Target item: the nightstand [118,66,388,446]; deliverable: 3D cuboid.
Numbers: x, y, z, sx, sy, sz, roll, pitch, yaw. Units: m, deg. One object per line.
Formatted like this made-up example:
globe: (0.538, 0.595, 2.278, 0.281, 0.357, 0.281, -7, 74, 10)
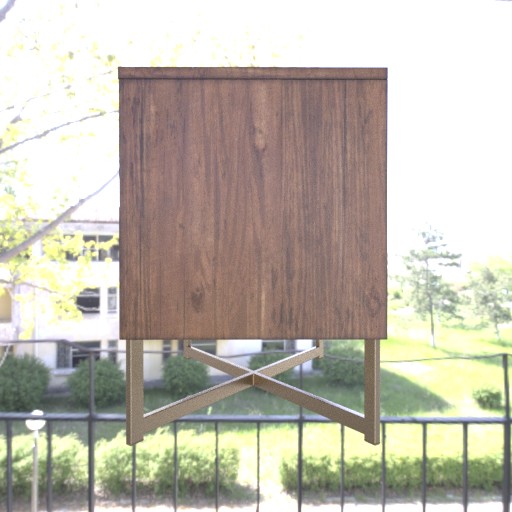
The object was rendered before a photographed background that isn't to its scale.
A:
nightstand: (0.000, 0.000, 1.015, 0.446, 0.610, 0.610, 0, 0, 0)
